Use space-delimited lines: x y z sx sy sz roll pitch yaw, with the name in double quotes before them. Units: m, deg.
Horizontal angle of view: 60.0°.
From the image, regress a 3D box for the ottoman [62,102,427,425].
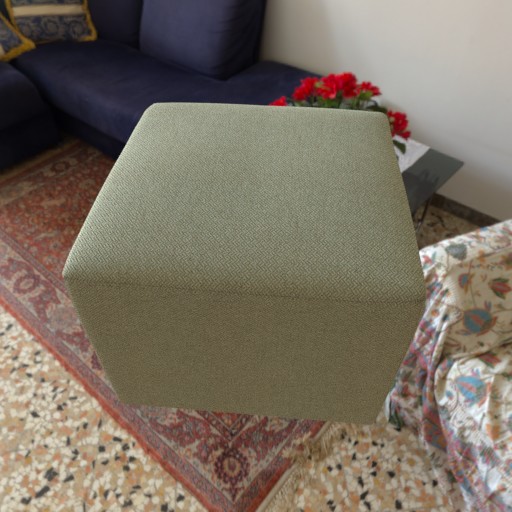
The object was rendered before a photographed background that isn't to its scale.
"ottoman" 0.000 0.000 0.906 0.521 0.453 0.512 4 46 3
